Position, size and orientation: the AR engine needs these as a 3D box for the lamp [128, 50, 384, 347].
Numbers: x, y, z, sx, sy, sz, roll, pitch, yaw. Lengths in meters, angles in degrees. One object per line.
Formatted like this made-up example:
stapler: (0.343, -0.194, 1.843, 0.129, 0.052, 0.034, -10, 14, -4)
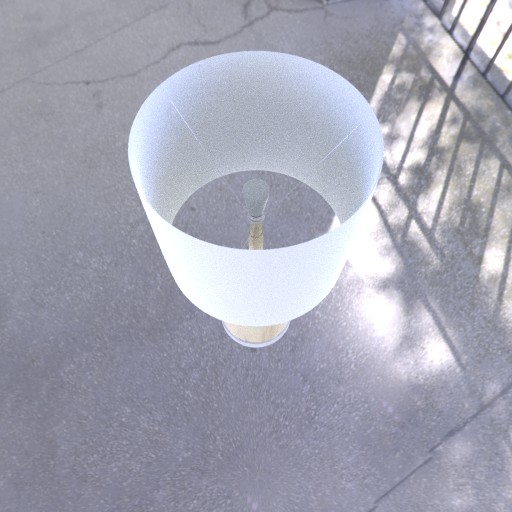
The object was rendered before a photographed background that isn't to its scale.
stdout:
lamp: (0.000, 0.000, 0.605, 0.229, 0.470, 0.229, -19, 65, -9)
